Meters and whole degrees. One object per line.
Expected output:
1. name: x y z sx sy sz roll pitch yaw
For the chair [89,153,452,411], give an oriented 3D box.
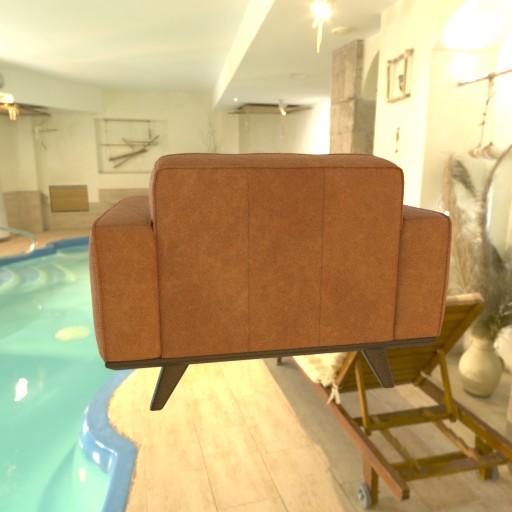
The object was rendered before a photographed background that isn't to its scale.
1. chair: 0.000 0.000 1.750 1.118 0.782 0.952 -2 12 -10
